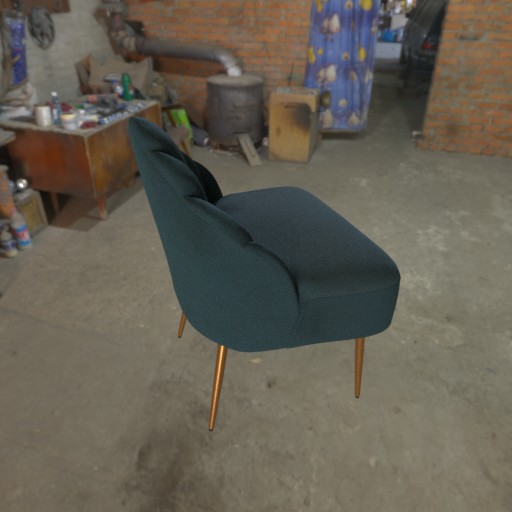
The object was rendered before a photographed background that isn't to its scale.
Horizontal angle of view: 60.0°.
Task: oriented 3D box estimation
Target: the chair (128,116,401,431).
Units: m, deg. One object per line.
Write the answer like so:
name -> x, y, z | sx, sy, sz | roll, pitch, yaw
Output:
chair -> 0.000, 0.000, 1.270 | 0.599, 0.819, 0.657 | -11, 32, -17
